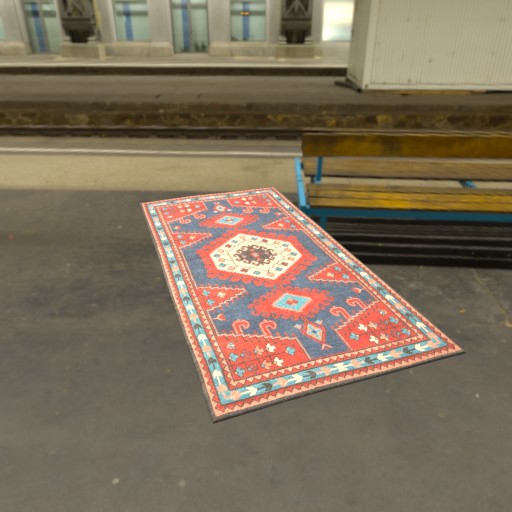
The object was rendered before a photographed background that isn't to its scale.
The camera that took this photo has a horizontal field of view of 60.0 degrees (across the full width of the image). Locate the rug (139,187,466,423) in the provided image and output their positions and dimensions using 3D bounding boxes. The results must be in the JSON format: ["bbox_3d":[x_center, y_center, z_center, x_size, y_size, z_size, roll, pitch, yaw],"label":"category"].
[{"bbox_3d":[0.000,0.000,3.607,1.522,0.034,3.032,-10,30,-17],"label":"rug"}]
